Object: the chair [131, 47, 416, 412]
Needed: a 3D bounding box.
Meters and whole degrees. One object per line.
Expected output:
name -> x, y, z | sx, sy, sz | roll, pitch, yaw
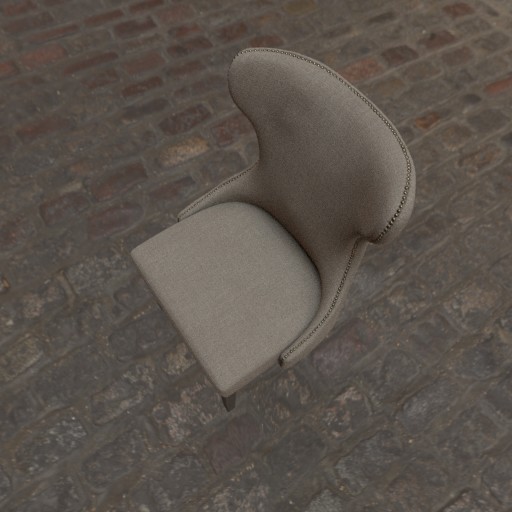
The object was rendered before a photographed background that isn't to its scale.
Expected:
chair -> 0.000, 0.000, 1.361 | 0.635, 0.967, 0.628 | -32, 67, -16
